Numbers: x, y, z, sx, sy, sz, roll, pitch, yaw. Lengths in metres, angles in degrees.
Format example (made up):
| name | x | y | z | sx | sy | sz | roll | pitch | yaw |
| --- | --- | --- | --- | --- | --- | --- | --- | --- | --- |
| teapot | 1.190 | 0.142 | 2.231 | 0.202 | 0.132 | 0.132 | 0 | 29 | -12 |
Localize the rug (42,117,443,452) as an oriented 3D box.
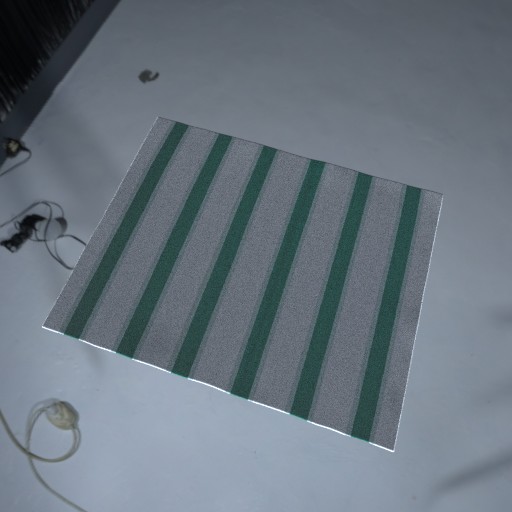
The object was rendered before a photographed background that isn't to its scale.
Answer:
| name | x | y | z | sx | sy | sz | roll | pitch | yaw |
| --- | --- | --- | --- | --- | --- | --- | --- | --- | --- |
| rug | 0.000 | 0.000 | 4.051 | 3.041 | 0.019 | 2.434 | 17 | 67 | 8 |
